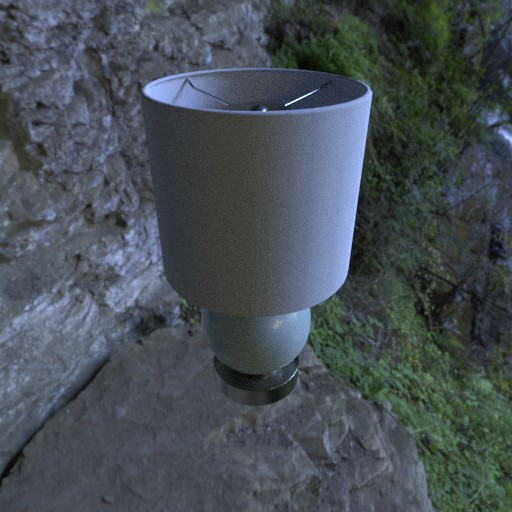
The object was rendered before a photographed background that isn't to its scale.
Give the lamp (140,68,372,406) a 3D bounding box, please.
[{"bbox_3d":[0.000,0.000,0.483,0.201,0.353,0.201,10,33,16],"label":"lamp"}]
